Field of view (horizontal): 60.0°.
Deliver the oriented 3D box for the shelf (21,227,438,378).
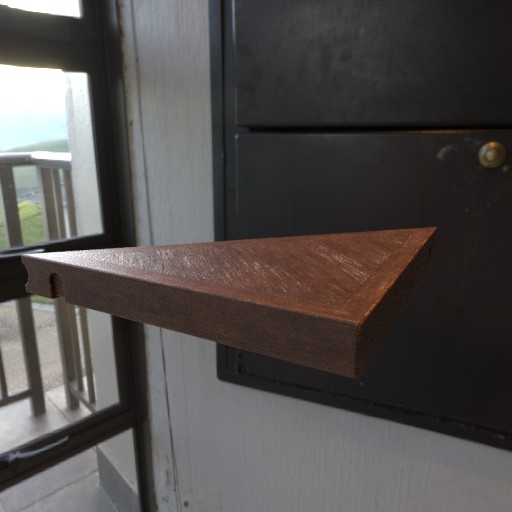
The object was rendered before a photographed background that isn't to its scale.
[{"bbox_3d":[0.000,0.000,0.440,0.296,0.035,0.296,8,18,28],"label":"shelf"}]
